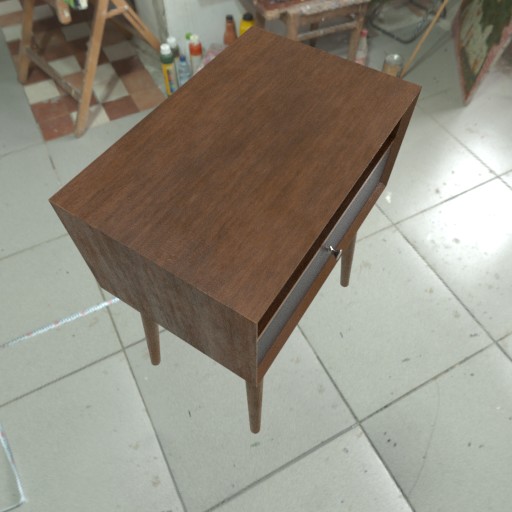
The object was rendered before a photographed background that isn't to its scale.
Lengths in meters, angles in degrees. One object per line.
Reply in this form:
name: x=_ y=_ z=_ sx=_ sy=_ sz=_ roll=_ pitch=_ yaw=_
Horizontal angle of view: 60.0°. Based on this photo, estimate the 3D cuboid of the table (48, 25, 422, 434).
table: x=0.000 y=0.000 z=0.839 sx=0.307 sy=0.580 sz=0.454 roll=28 pitch=61 yaw=17
